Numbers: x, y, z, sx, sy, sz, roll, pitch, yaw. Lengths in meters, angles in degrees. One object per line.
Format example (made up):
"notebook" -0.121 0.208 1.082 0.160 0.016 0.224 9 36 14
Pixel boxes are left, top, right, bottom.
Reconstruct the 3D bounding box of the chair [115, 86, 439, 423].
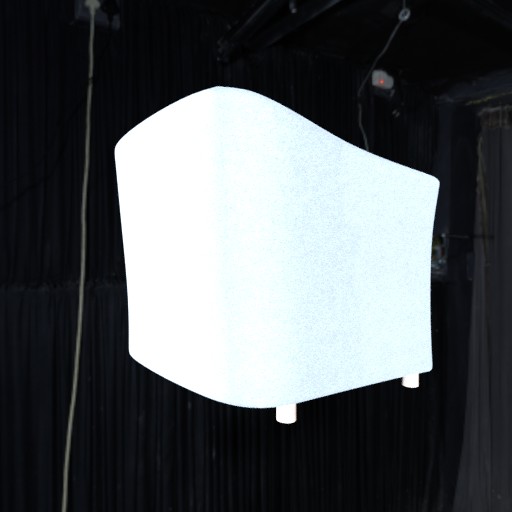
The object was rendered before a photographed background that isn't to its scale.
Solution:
"chair" 0.000 0.000 1.337 0.700 0.720 0.790 0 0 -36
